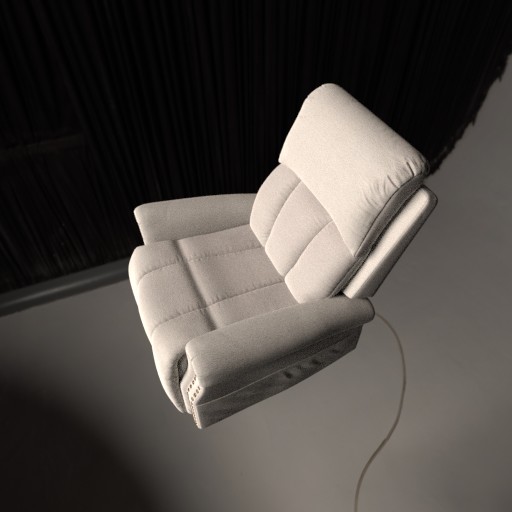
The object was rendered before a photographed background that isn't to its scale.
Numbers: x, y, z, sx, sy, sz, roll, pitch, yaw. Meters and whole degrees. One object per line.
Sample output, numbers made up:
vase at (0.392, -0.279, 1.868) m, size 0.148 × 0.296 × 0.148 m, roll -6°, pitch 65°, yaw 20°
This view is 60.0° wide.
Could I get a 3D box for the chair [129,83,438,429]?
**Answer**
chair at (0.000, 0.000, 1.750) m, size 0.979 × 1.031 × 0.871 m, roll -18°, pitch 50°, yaw -16°
